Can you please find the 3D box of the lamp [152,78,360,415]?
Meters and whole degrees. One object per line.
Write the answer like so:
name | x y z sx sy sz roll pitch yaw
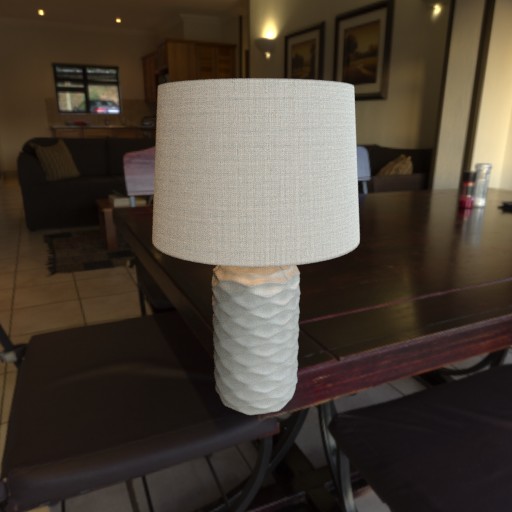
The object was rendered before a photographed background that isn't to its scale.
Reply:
lamp | 0.000 0.000 0.834 0.376 0.594 0.376 0 17 0
